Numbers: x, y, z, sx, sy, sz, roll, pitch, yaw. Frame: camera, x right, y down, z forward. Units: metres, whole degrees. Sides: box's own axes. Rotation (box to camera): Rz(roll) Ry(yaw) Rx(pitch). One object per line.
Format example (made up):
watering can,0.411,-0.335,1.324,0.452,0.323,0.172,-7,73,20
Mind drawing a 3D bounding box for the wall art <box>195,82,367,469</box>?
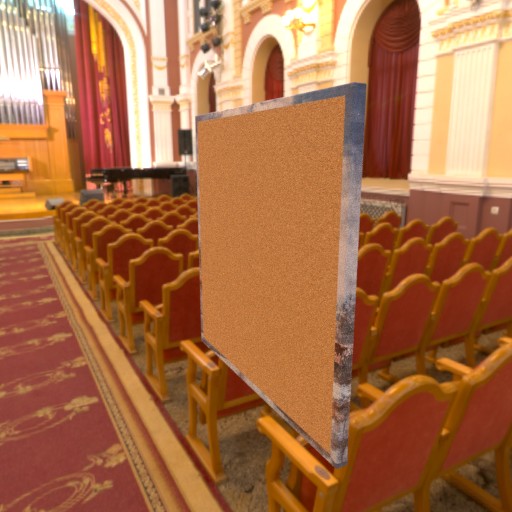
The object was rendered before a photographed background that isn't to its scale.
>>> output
wall art,0.000,0.000,1.566,0.040,1.020,1.010,-7,14,-28
